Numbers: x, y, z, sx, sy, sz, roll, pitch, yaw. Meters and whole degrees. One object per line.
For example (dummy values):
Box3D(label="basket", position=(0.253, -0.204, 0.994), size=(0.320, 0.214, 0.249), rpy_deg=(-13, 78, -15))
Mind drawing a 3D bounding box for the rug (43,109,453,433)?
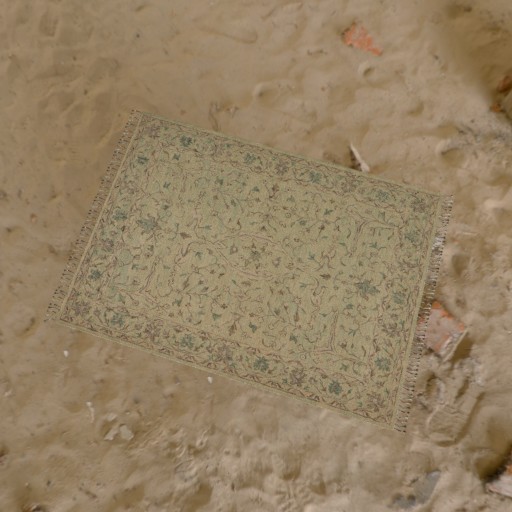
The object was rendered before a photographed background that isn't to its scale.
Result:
Box3D(label="rug", position=(0.000, 0.000, 2.246), size=(1.802, 0.008, 1.247), rpy_deg=(17, 76, 4))
